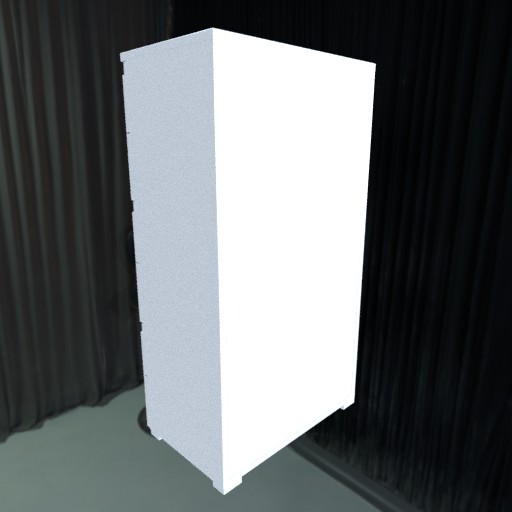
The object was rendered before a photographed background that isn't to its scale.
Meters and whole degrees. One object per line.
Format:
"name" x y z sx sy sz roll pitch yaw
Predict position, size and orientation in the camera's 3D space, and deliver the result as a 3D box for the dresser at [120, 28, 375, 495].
"dresser" 0.000 0.000 1.445 0.650 1.190 0.400 -14 20 -43
